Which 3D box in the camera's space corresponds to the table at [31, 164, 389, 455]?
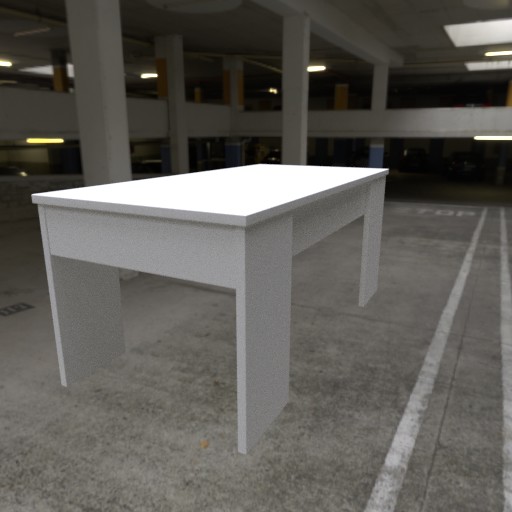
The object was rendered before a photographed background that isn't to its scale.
[{"bbox_3d":[0.000,0.000,1.269,0.500,0.440,1.000,8,18,27],"label":"table"}]
